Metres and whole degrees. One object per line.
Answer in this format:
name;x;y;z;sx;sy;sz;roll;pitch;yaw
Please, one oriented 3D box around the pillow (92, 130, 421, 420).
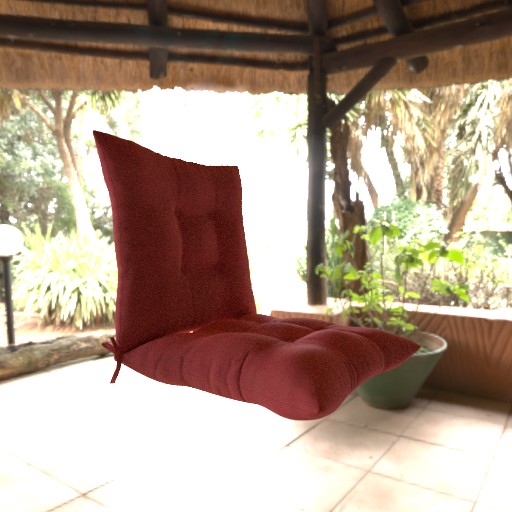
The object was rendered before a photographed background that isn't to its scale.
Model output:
pillow;0.000;0.000;0.992;0.585;0.536;0.541;1;1;35
